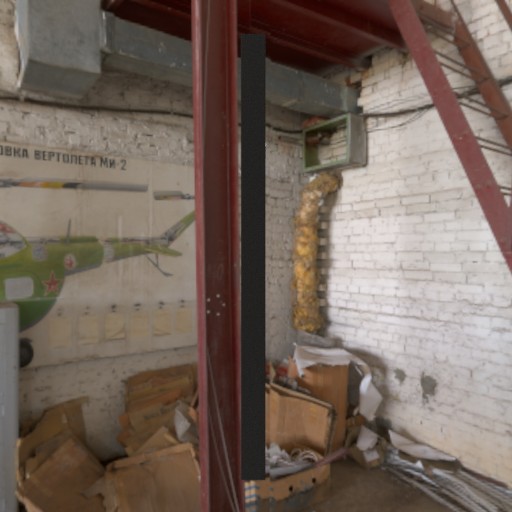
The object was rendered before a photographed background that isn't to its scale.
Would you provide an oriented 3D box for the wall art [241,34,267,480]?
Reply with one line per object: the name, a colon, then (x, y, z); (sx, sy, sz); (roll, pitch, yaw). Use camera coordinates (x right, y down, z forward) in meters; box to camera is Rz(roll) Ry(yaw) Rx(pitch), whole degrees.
wall art: (0.000, 0.000, 1.132); (0.044, 0.758, 0.758); (0, 1, 1)
